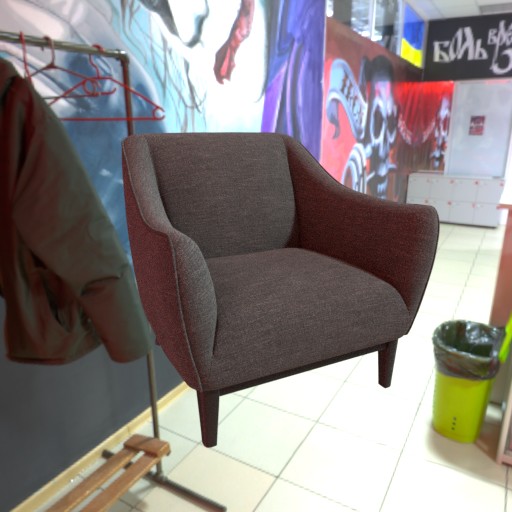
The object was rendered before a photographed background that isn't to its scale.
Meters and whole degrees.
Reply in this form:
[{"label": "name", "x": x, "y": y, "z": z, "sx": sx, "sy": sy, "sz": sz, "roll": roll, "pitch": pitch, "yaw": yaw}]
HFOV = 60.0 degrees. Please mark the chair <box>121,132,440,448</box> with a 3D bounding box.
[{"label": "chair", "x": 0.000, "y": 0.000, "z": 1.559, "sx": 0.870, "sy": 0.829, "sz": 0.851, "roll": -8, "pitch": 18, "yaw": -26}]
